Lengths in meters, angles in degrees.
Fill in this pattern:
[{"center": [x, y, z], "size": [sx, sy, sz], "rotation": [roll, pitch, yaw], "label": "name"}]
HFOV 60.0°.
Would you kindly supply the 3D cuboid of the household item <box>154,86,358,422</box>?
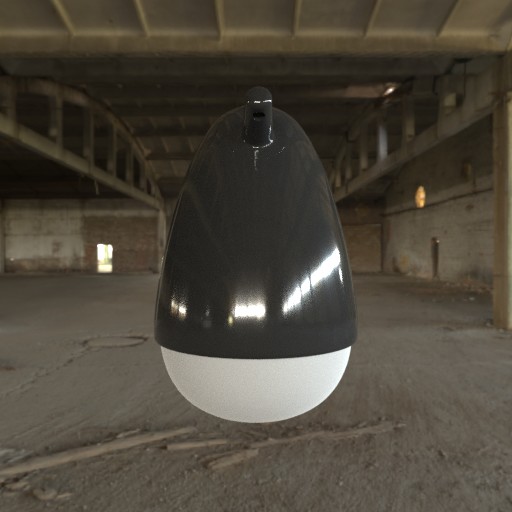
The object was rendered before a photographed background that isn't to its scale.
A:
[{"center": [0.000, 0.000, 0.226], "size": [0.102, 0.152, 0.104], "rotation": [0, 1, -1], "label": "household item"}]
